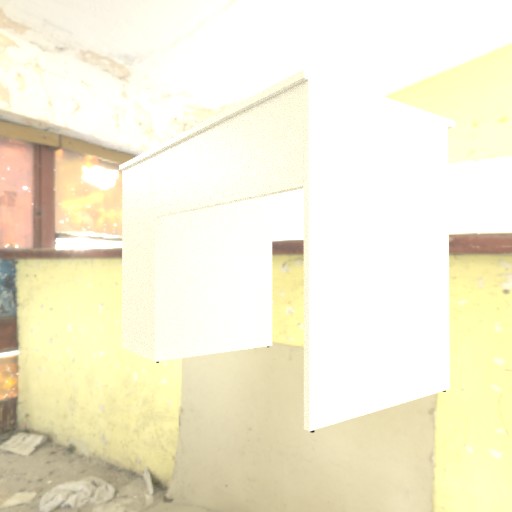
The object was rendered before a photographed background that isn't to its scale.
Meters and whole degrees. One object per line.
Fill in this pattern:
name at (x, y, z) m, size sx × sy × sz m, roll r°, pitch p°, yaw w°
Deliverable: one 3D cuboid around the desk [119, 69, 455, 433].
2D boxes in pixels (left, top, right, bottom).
desk at (0.000, 0.000, 1.494) m, size 0.560 × 0.735 × 1.097 m, roll 1°, pitch -1°, yaw -36°
